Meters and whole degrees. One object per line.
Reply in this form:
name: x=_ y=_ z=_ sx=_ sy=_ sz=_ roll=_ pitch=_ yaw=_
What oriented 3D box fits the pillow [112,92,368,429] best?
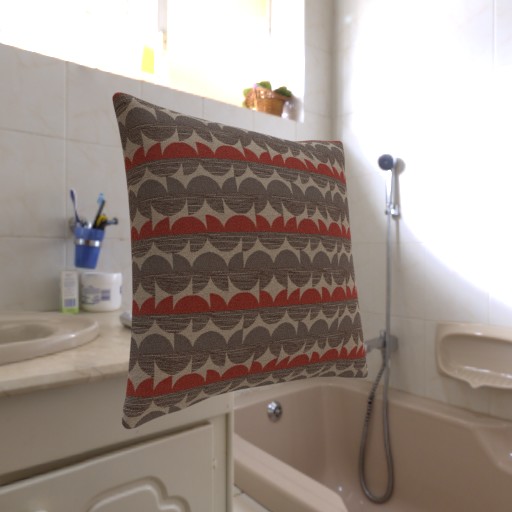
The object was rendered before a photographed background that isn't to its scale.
pillow: x=0.000 y=0.000 z=0.651 sx=0.420 sy=0.410 sz=0.180 roll=0 pitch=0 yaw=-37
